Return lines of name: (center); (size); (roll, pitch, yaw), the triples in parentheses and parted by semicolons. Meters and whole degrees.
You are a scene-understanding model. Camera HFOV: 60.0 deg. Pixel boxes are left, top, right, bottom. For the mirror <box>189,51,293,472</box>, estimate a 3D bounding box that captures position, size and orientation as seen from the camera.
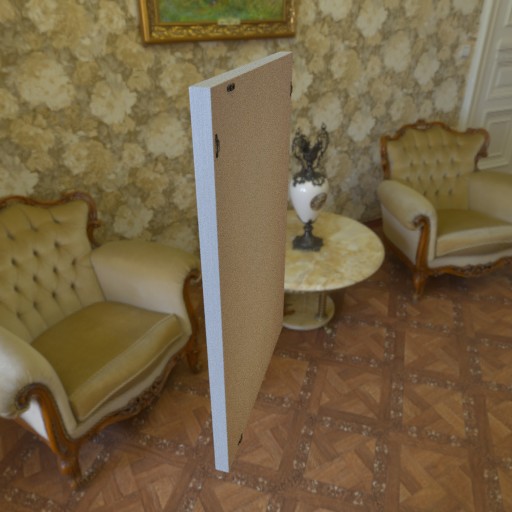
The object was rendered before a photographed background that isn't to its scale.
mirror: (0.000, 0.000, 1.147); (0.040, 0.915, 0.609); (8, 30, 14)
